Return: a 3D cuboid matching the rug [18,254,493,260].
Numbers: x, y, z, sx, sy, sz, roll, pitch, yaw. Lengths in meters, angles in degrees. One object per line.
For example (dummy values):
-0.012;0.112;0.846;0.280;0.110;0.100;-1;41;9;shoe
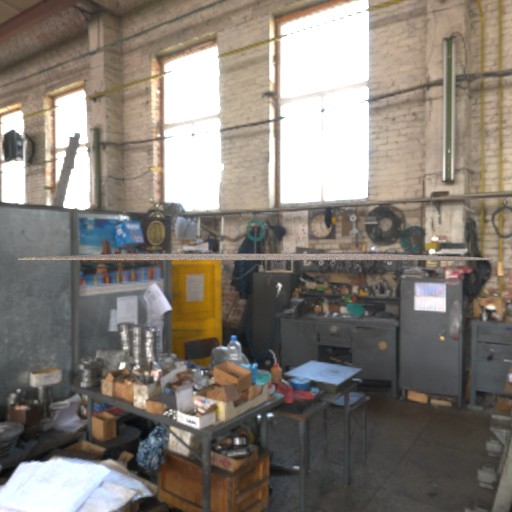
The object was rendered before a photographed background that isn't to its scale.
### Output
0.000;0.000;2.861;2.214;0.013;1.609;0;1;1;rug
